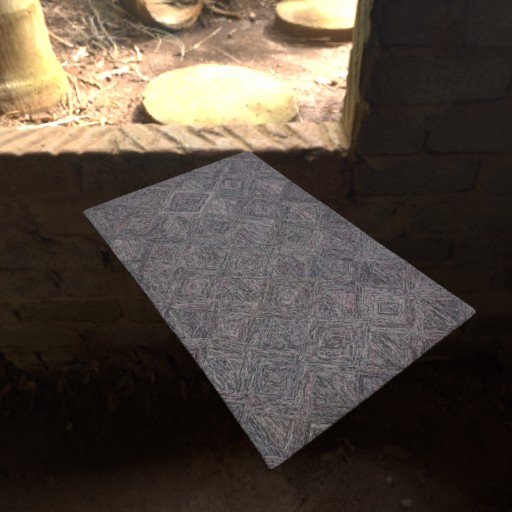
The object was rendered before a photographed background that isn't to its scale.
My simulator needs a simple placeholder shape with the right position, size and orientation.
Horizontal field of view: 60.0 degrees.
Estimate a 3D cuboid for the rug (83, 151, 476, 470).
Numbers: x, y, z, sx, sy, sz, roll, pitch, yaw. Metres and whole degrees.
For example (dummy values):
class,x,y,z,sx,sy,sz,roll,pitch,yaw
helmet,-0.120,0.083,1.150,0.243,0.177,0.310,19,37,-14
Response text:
class,x,y,z,sx,sy,sz,roll,pitch,yaw
rug,0.000,0.000,2.222,1.158,0.013,1.752,-26,49,-26
